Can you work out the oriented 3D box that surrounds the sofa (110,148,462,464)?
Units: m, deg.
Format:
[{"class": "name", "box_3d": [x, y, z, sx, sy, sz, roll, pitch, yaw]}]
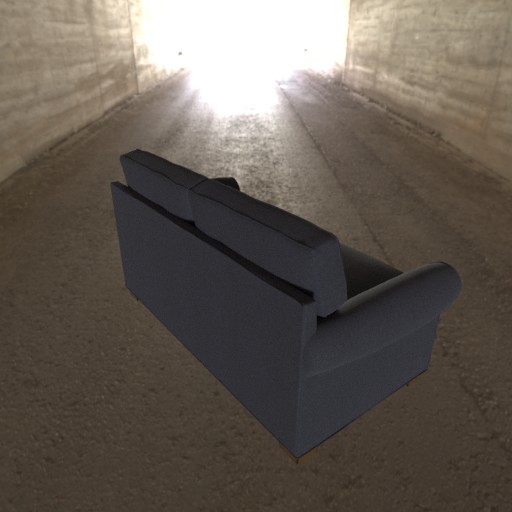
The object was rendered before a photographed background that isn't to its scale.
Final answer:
[{"class": "sofa", "box_3d": [0.000, 0.000, 2.534, 0.951, 1.031, 2.009, -19, 32, -33]}]
